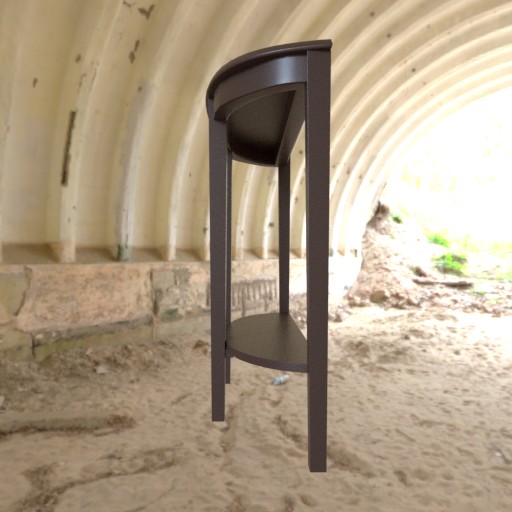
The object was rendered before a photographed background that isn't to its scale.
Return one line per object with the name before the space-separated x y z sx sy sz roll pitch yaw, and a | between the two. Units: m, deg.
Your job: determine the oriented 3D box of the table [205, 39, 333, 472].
table | 0.000 0.000 1.282 0.274 0.831 0.909 0 0 -1
